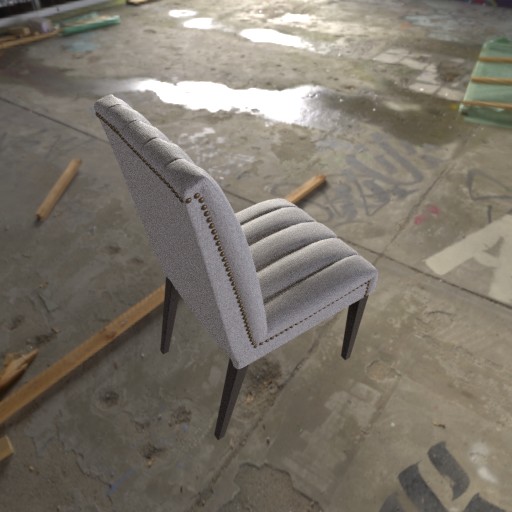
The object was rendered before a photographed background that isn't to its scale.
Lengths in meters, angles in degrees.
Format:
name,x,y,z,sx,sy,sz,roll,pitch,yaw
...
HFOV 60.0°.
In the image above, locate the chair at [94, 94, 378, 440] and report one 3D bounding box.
name,x,y,z,sx,sy,sz,roll,pitch,yaw
chair,0.000,0.000,1.395,0.647,1.016,0.511,-25,48,-25
